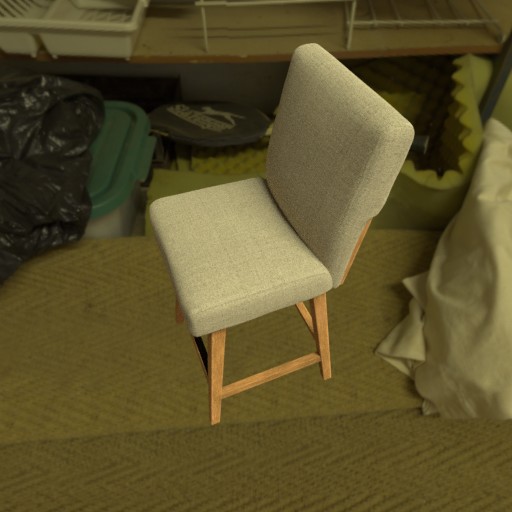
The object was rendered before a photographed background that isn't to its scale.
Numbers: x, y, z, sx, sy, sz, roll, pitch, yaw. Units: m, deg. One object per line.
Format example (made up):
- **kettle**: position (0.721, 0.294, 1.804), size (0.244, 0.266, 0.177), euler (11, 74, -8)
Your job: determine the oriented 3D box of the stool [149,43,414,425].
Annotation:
- **stool**: position (0.000, 0.000, 1.311), size (0.526, 1.010, 0.459), euler (-17, 50, -15)
